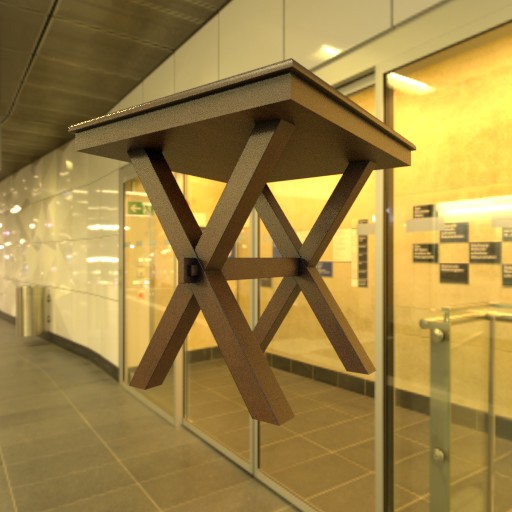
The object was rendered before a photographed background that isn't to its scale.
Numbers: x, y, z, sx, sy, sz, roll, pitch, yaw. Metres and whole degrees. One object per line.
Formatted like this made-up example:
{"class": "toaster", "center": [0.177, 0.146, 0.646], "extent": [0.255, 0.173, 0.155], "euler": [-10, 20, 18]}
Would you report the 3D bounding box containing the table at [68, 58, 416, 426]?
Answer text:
{"class": "table", "center": [0.000, 0.000, 1.032], "extent": [0.560, 0.562, 0.602], "euler": [0, 0, 36]}
